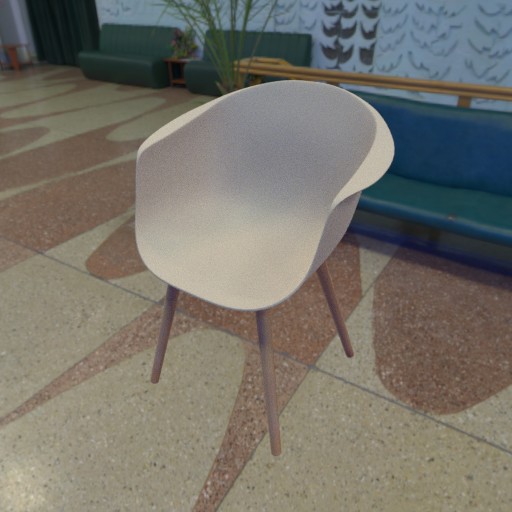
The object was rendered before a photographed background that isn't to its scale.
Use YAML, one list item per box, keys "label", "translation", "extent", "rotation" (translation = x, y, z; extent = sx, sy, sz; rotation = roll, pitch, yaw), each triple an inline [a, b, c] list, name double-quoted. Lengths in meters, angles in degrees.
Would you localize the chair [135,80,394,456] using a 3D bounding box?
- label: "chair"
  translation: [0.000, 0.000, 1.145]
  extent: [0.593, 0.781, 0.504]
  rotation: [19, 36, 29]
